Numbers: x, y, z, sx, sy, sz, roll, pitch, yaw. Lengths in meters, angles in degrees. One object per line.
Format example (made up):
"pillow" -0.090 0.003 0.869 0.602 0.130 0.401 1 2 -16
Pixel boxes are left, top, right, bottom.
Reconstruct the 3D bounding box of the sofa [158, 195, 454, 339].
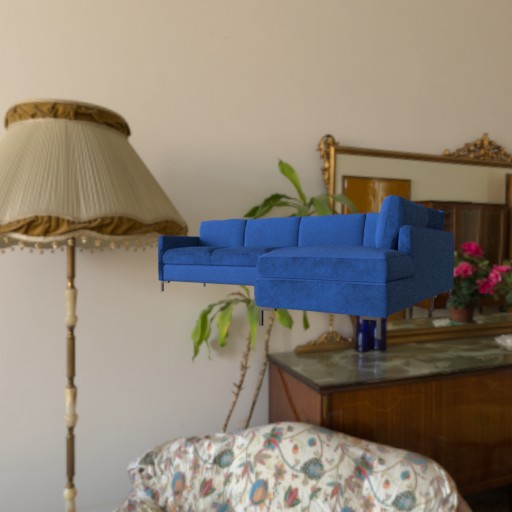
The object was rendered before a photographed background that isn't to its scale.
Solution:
"sofa" 0.000 0.000 3.279 2.486 0.687 1.707 1 1 34
